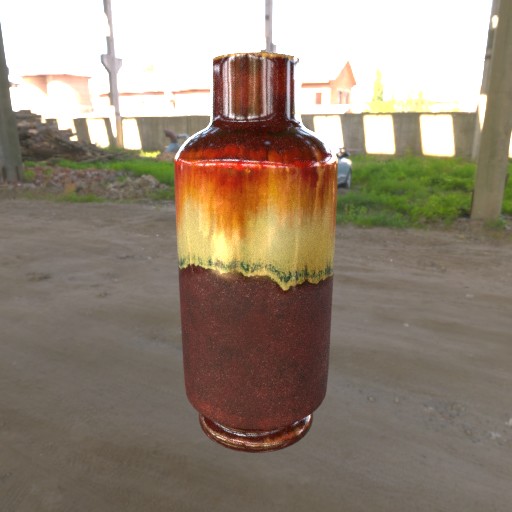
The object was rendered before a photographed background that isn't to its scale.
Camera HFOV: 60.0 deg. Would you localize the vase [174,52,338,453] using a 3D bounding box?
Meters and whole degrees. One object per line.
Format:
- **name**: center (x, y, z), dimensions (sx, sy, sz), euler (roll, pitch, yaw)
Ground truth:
- **vase**: center (0.000, 0.000, 0.318), dimensions (0.111, 0.261, 0.111), euler (0, 15, 0)
